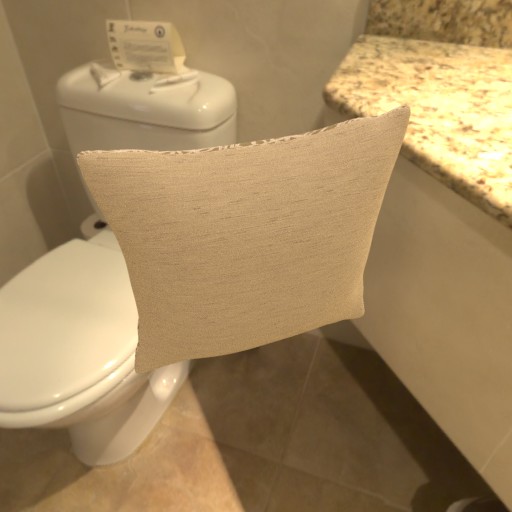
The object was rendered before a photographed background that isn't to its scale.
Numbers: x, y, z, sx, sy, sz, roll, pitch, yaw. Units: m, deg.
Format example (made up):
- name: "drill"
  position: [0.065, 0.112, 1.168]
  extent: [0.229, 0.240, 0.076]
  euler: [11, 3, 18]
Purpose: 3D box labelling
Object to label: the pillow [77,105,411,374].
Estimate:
- name: "pillow"
  position: [0.000, 0.000, 0.682]
  extent: [0.438, 0.421, 0.167]
  euler: [-12, 42, -13]
